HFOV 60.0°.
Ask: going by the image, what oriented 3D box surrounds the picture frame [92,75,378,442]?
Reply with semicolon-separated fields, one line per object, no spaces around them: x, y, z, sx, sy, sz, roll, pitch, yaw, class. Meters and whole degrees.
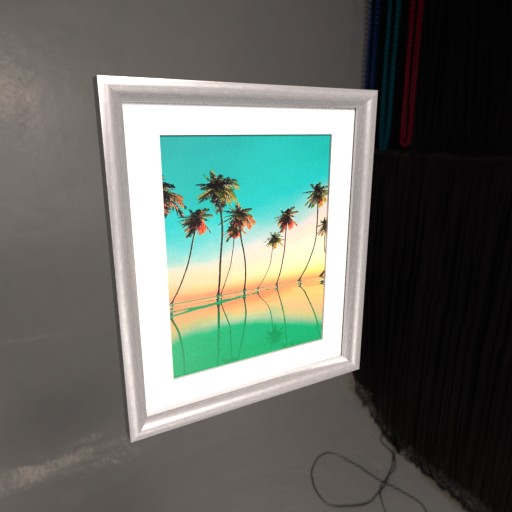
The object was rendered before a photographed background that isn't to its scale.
0.000;0.000;0.522;0.327;0.378;0.027;-8;18;-27;picture frame
